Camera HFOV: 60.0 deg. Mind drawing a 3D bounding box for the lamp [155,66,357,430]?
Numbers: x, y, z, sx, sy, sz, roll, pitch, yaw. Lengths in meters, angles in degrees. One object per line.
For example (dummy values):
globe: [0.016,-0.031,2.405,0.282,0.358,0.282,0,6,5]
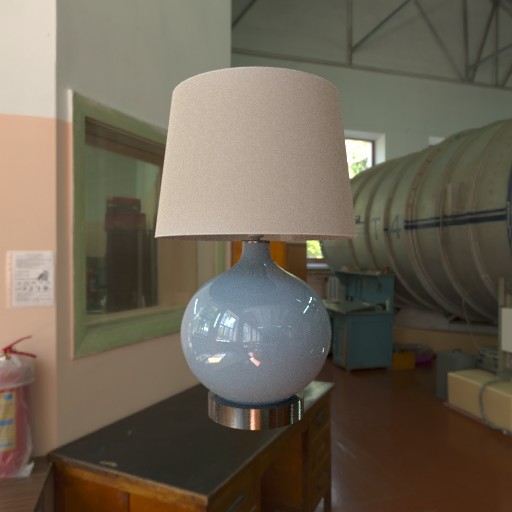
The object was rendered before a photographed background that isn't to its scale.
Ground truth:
lamp: [0.000,0.000,0.553,0.247,0.387,0.247,0,0,0]
